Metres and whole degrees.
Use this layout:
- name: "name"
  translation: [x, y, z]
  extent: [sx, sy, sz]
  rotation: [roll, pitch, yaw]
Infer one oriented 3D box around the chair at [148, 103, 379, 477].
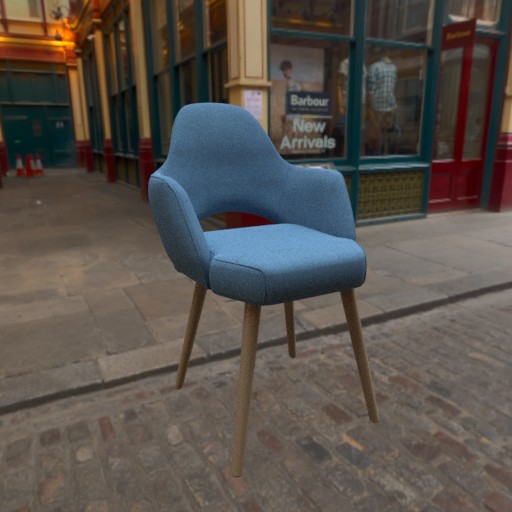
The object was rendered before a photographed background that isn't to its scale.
- name: "chair"
  translation: [0.000, 0.000, 1.355]
  extent: [0.589, 0.920, 0.666]
  rotation: [-8, 17, -27]
